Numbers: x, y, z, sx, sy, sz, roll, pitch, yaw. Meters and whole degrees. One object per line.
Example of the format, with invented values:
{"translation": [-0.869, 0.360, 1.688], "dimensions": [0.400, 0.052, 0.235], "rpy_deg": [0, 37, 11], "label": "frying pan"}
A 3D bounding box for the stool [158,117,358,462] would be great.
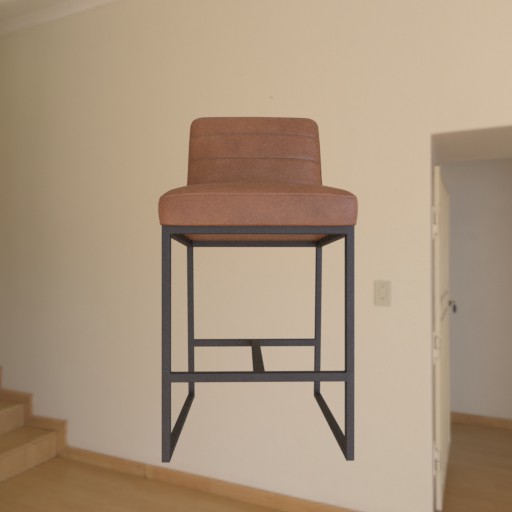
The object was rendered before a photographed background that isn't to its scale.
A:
{"translation": [0.000, 0.000, 1.263], "dimensions": [0.458, 0.940, 0.556], "rpy_deg": [0, -1, -1], "label": "stool"}
